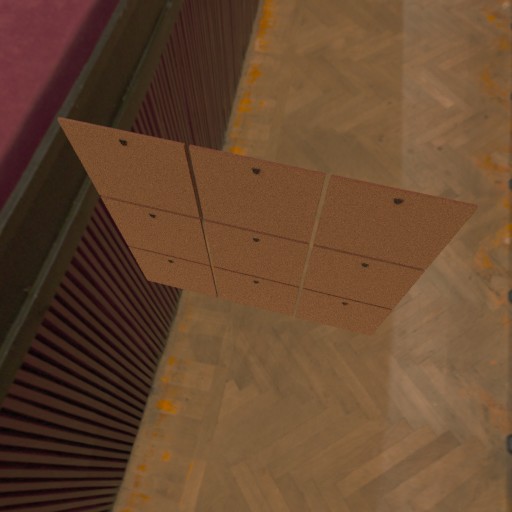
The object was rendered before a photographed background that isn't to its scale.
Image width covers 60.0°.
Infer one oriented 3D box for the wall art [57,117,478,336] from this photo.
[{"bbox_3d":[0.000,0.000,2.256,1.533,1.532,0.019,13,65,6],"label":"wall art"}]
